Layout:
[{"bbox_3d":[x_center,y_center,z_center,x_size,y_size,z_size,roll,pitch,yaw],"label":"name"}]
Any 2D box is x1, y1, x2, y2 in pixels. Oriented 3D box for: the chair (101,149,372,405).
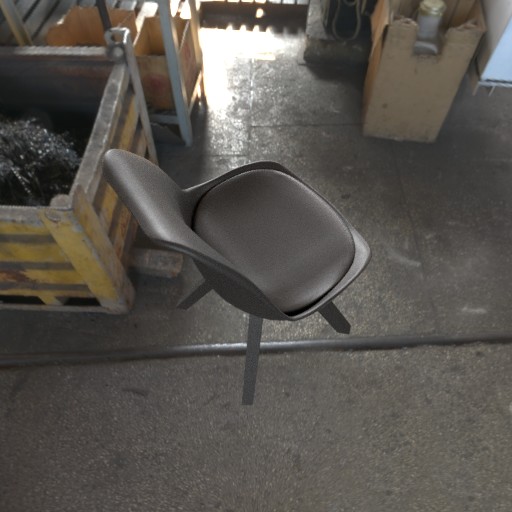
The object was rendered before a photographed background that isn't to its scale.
[{"bbox_3d":[0.000,0.000,1.190,0.550,0.850,0.485,-31,63,-18],"label":"chair"}]
